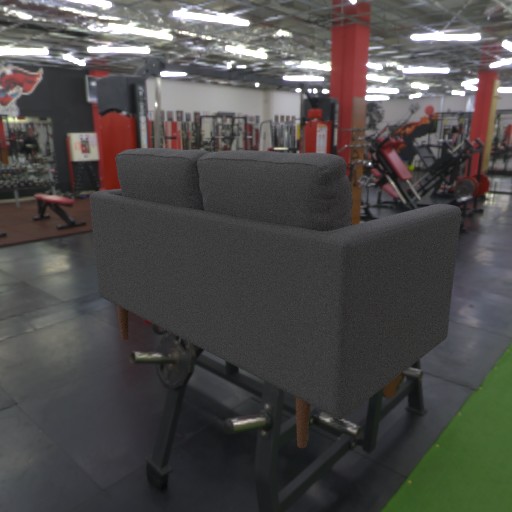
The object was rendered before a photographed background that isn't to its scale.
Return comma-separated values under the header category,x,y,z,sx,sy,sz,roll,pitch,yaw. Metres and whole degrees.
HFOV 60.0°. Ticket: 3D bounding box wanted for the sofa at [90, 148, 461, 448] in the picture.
category,x,y,z,sx,sy,sz,roll,pitch,yaw
sofa,0.000,0.000,1.919,1.430,0.908,0.796,14,21,43
